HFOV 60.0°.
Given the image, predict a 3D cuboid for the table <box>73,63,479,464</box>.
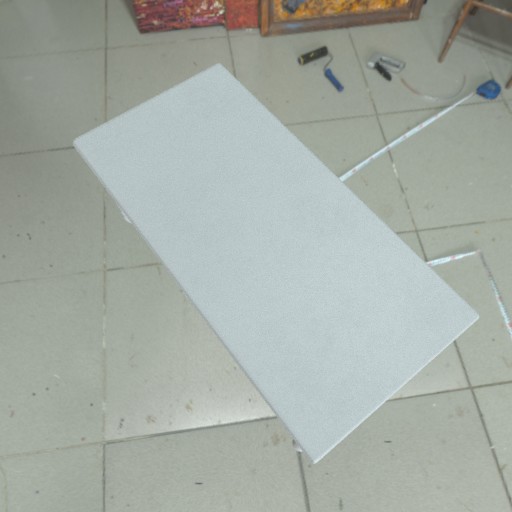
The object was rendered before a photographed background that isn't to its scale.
[{"bbox_3d":[0.000,0.000,1.488,0.580,0.487,1.171,-35,69,-15],"label":"table"}]
